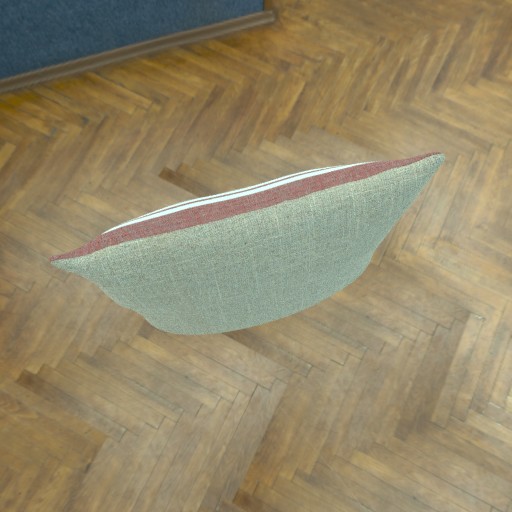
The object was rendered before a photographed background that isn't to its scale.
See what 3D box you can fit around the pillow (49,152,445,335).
[{"bbox_3d":[0.000,0.000,0.661,0.439,0.427,0.182,-15,75,-4],"label":"pillow"}]
